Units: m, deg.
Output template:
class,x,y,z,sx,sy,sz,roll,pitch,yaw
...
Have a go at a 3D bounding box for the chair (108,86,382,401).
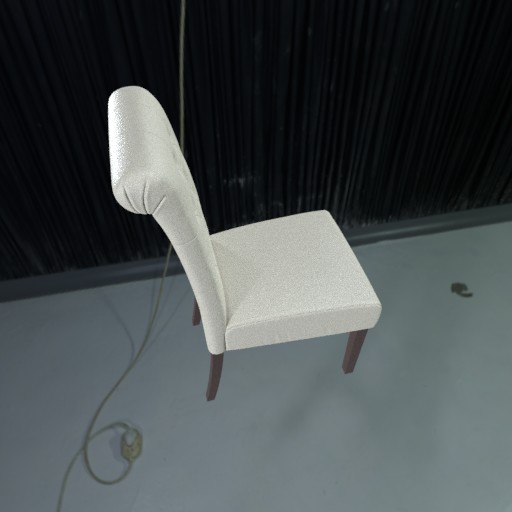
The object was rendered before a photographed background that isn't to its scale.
class,x,y,z,sx,sy,sz,roll,pitch,yaw
chair,0.000,0.000,1.368,0.671,1.006,0.456,-10,47,-10
